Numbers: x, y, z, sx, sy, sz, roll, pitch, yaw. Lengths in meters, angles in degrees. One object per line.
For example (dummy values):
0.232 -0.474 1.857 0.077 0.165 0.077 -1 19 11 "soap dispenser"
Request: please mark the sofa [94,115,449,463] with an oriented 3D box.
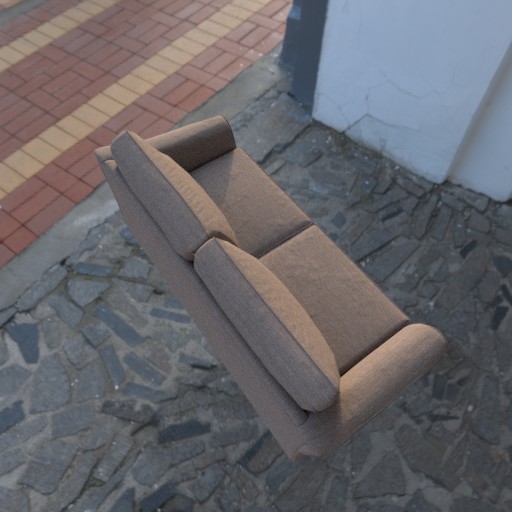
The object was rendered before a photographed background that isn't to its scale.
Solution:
0.000 0.000 2.740 0.980 0.965 2.270 -31 63 -18 "sofa"
